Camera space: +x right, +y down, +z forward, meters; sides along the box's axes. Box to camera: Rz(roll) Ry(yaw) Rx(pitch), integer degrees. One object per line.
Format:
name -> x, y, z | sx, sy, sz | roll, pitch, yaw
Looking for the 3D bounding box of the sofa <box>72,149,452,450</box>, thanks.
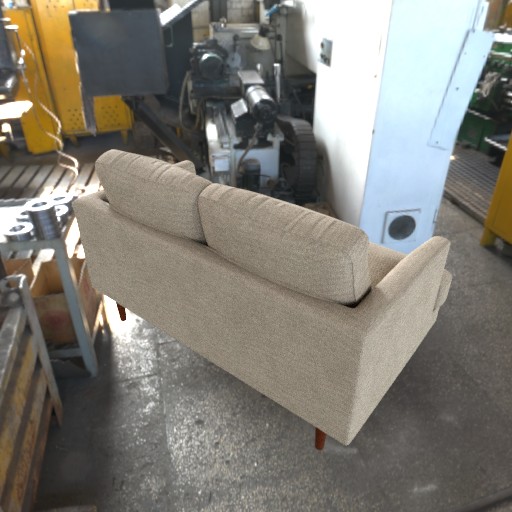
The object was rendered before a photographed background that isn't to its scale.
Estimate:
sofa -> 0.000, 0.000, 2.112 | 1.582, 0.944, 0.903 | 23, 38, 32
